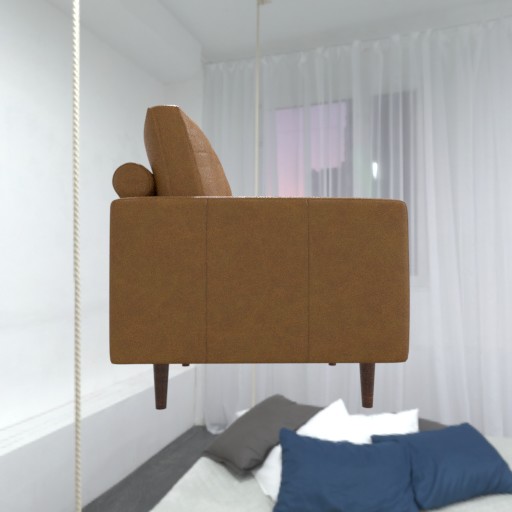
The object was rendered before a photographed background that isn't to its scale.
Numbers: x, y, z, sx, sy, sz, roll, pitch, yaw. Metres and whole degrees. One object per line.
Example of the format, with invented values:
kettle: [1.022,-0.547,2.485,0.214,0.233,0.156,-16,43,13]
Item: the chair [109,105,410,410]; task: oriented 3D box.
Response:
chair: [0.000,0.000,1.570,0.868,0.896,0.831,0,-1,-1]
